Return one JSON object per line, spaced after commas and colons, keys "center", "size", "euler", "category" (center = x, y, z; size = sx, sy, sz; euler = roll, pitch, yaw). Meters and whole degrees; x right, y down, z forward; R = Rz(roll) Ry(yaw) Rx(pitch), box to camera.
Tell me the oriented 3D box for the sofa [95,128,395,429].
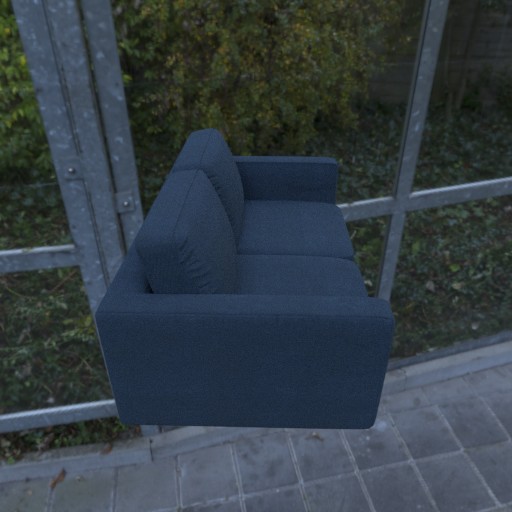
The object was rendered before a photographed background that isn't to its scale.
{"center": [0.000, 0.000, 2.171], "size": [0.999, 0.930, 1.518], "euler": [1, 32, 1], "category": "sofa"}
